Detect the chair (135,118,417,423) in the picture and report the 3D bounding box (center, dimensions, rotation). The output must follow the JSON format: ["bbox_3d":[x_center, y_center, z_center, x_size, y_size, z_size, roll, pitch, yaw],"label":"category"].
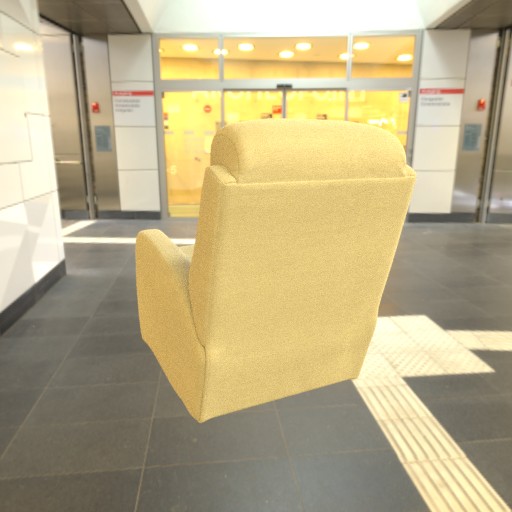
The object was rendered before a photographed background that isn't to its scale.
[{"bbox_3d":[0.000,0.000,1.772,0.798,1.013,1.043,-7,16,-25],"label":"chair"}]
